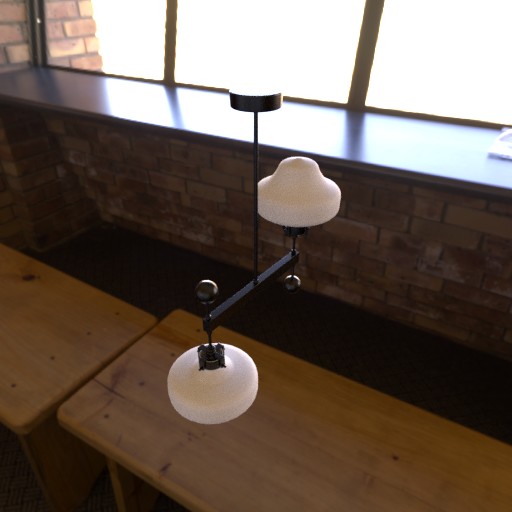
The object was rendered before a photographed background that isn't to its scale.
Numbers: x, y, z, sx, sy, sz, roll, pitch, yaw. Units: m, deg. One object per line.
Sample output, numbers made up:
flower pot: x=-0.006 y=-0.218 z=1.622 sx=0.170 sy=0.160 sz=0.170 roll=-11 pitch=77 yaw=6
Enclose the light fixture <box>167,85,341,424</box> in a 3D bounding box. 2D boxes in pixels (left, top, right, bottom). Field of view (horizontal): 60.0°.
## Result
light fixture: x=0.000 y=0.000 z=1.041 sx=0.422 sy=0.743 sz=0.489 roll=0 pitch=32 yaw=0
